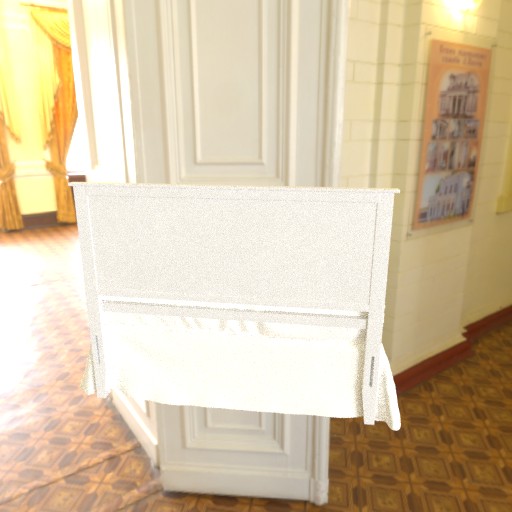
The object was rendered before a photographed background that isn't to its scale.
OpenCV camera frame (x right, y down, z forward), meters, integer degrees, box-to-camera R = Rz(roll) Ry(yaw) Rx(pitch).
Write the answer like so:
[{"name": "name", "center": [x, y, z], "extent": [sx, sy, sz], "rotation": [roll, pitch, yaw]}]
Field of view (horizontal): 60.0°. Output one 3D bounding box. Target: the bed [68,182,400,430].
[{"name": "bed", "center": [0.000, 0.000, 3.258], "extent": [1.876, 1.269, 2.047], "rotation": [3, 16, 9]}]
